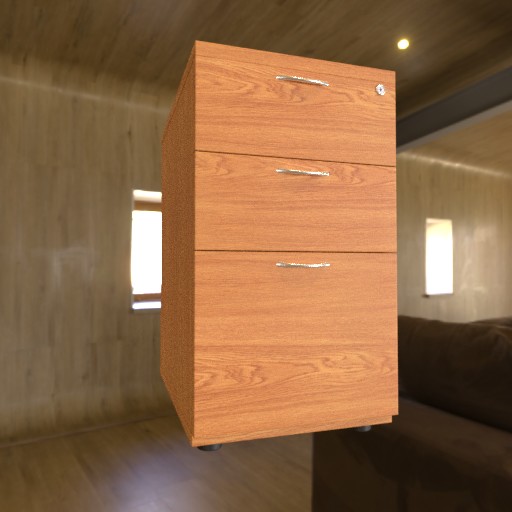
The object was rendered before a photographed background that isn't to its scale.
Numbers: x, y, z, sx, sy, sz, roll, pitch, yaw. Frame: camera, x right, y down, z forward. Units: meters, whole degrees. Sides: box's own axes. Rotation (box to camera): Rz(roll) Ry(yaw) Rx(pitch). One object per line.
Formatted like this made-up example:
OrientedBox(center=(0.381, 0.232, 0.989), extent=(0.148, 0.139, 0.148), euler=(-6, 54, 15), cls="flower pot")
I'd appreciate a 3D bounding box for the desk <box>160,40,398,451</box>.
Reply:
OrientedBox(center=(0.000, 0.000, 1.094), extent=(0.404, 0.730, 0.600), euler=(0, -2, -18), cls="desk")
